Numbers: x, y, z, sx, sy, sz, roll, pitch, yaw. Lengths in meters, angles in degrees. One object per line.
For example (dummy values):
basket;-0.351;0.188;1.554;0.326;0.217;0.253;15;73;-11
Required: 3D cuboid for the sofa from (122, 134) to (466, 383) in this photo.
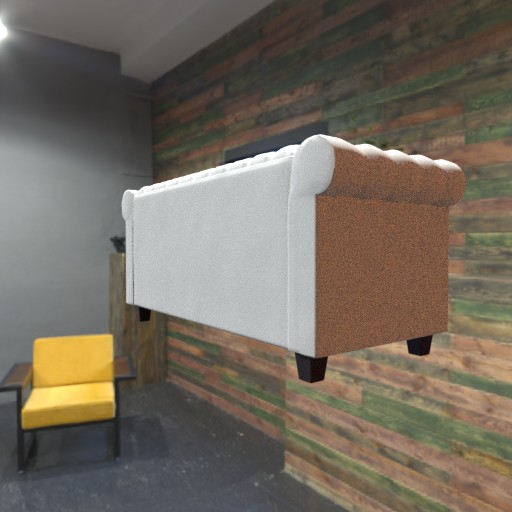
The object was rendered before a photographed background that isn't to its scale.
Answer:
sofa;0.000;0.000;2.240;0.771;0.796;1.798;-1;1;-36
